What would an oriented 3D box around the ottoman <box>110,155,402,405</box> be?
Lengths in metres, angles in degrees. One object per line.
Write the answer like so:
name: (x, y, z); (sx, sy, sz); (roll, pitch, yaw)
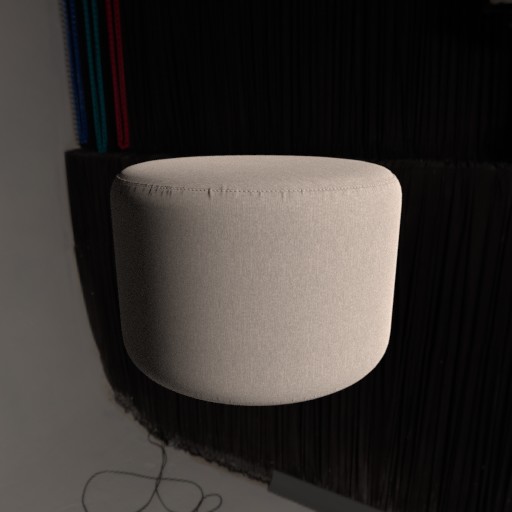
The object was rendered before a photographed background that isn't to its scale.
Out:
ottoman: (0.000, 0.000, 1.007); (0.608, 0.433, 0.608); (0, 16, 0)
